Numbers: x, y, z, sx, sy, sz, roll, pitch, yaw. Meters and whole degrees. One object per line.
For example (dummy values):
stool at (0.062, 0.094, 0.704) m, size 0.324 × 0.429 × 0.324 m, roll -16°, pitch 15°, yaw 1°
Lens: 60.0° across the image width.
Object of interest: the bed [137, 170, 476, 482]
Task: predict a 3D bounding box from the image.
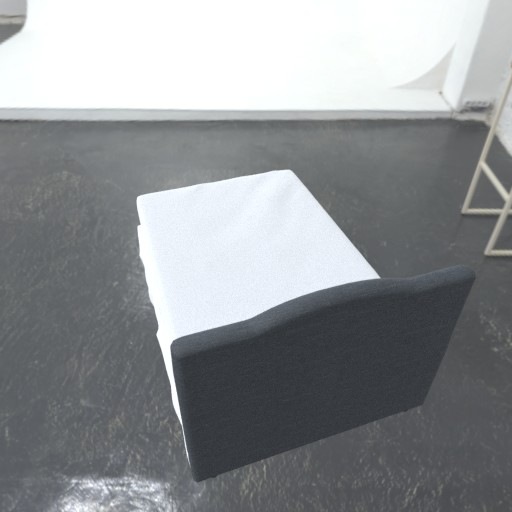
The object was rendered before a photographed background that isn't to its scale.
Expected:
bed at (0.000, 0.000, 3.502) m, size 1.747 × 1.441 × 2.507 m, roll -13°, pitch 42°, yaw -14°
